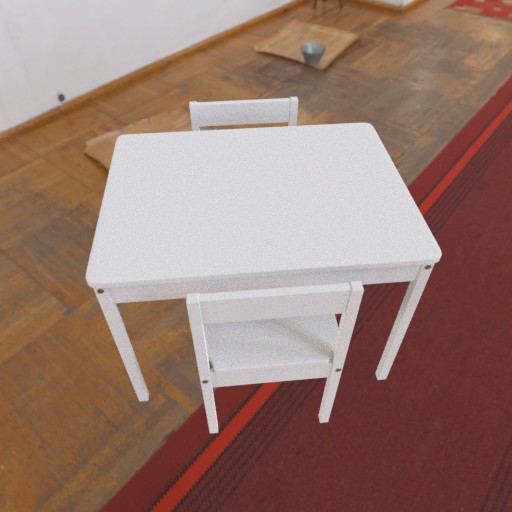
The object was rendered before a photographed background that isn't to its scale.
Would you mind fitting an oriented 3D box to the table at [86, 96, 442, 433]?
[{"bbox_3d":[0.000,0.000,1.116,0.650,0.503,0.672,-4,46,-4],"label":"table"}]
